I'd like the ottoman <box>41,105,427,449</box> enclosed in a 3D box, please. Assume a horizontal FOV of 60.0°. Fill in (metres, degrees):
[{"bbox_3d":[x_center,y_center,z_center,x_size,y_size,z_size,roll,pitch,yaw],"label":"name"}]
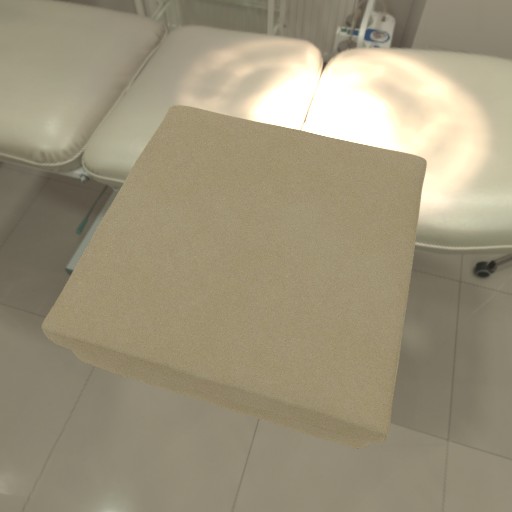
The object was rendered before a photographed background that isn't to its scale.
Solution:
[{"bbox_3d":[0.000,0.000,1.824,1.205,0.522,1.190,15,60,9],"label":"ottoman"}]
